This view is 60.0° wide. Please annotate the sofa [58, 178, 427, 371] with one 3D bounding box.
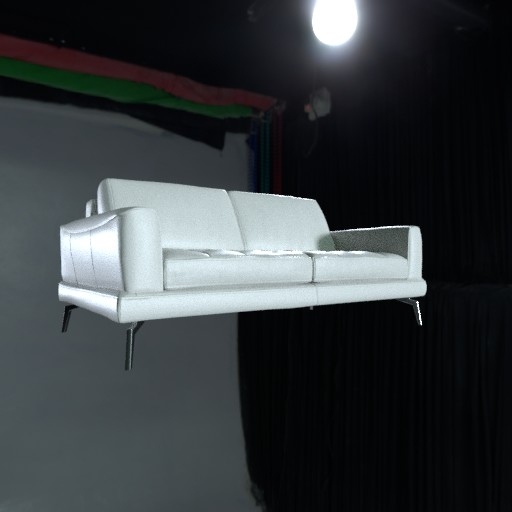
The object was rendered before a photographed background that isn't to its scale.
[{"bbox_3d":[0.000,0.000,2.838,2.177,0.930,1.121,0,0,-36],"label":"sofa"}]
